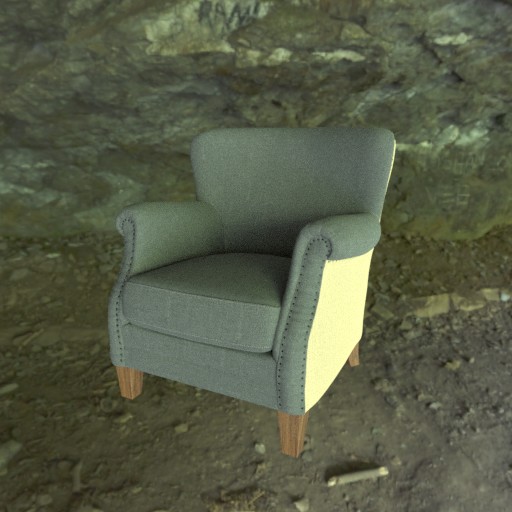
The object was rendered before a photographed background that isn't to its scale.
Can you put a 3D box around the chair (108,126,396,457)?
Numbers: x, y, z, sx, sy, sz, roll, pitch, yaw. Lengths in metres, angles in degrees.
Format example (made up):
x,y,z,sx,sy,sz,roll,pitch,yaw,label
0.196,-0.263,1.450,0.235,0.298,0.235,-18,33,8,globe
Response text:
x,y,z,sx,sy,sz,roll,pitch,yaw,label
0.000,0.000,1.647,0.861,0.936,0.921,7,16,25,chair
